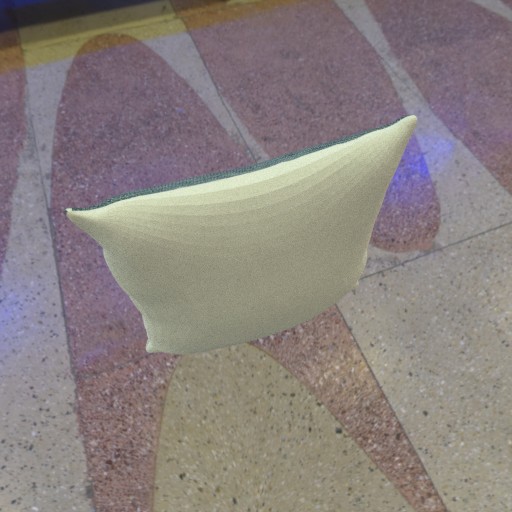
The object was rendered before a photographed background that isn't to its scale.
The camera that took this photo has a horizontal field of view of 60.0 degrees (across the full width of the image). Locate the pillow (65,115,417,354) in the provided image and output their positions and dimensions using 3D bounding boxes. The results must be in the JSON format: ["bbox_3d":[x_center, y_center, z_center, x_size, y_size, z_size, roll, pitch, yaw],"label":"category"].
[{"bbox_3d":[0.000,0.000,0.694,0.440,0.441,0.182,-17,60,-10],"label":"pillow"}]
